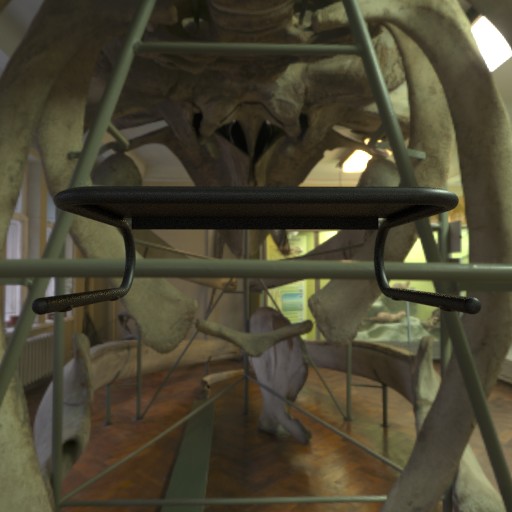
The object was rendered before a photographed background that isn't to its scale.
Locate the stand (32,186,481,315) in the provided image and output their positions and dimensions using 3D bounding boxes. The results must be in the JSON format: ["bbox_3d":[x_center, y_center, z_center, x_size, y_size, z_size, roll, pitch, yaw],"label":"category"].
[{"bbox_3d":[0.000,0.000,0.501,0.370,0.108,0.280,0,-2,-1],"label":"stand"}]
